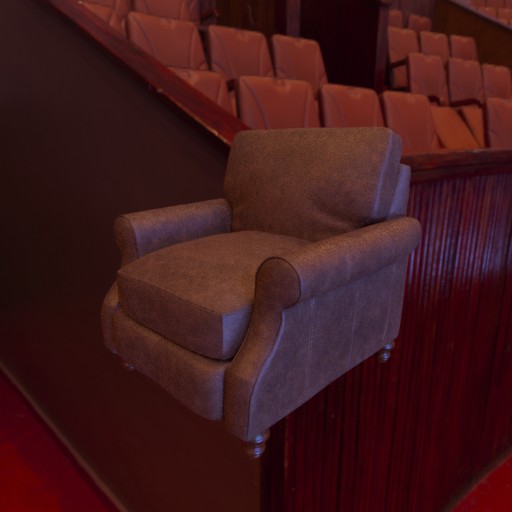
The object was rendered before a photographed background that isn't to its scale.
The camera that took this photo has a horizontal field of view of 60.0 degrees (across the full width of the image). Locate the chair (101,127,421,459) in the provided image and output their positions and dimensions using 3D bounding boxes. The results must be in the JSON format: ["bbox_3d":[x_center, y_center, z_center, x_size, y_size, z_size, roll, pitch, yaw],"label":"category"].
[{"bbox_3d":[0.000,0.000,1.745,0.996,0.976,1.002,15,22,42],"label":"chair"}]
